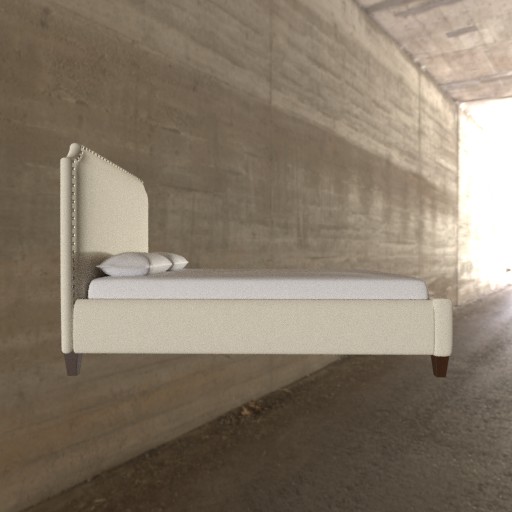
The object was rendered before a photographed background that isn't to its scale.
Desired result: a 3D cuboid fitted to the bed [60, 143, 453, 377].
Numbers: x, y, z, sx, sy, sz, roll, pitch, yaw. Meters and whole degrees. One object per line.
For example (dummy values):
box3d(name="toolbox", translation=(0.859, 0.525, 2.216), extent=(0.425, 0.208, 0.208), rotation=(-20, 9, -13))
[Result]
box3d(name="bed", translation=(0.000, 0.000, 3.477), extent=(2.372, 1.443, 1.712), rotation=(0, 0, 1))
